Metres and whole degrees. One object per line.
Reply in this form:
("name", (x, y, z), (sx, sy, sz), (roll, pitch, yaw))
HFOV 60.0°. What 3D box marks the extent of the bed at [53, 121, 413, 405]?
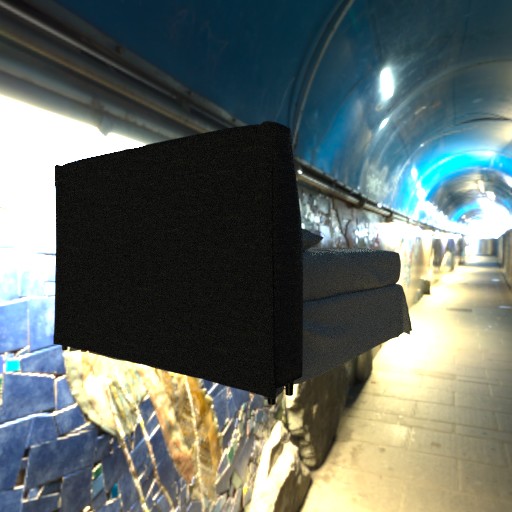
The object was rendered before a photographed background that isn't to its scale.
("bed", (0.000, 0.000, 3.473), (1.925, 1.332, 2.276), (1, 2, 37))
